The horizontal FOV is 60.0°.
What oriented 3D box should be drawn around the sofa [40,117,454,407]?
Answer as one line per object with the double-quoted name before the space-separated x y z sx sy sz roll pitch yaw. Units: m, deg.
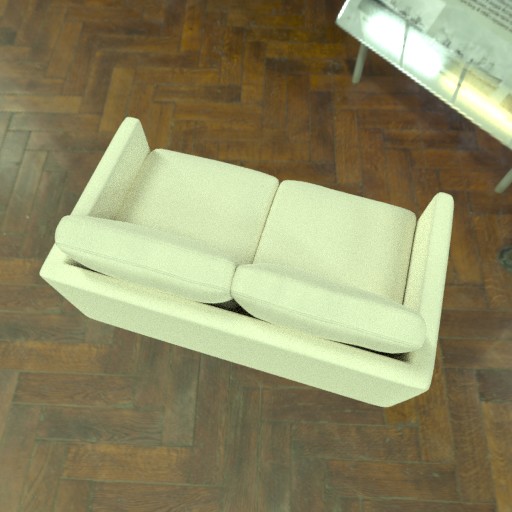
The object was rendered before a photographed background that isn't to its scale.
"sofa" 0.000 0.000 2.206 1.702 0.888 0.964 15 66 7
